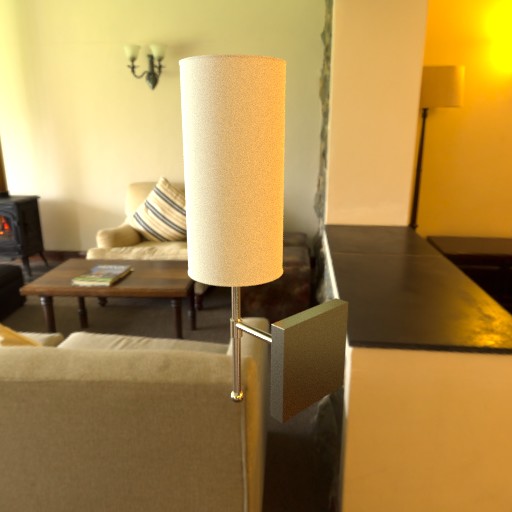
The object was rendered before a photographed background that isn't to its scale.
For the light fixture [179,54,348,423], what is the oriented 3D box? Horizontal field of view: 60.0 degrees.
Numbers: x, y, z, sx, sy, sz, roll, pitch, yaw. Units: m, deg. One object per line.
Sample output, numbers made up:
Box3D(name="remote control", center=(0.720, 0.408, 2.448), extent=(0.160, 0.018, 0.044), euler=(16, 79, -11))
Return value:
Box3D(name="light fixture", center=(0.000, 0.000, 0.564), extent=(0.128, 0.462, 0.208), euler=(-14, 21, -41))
